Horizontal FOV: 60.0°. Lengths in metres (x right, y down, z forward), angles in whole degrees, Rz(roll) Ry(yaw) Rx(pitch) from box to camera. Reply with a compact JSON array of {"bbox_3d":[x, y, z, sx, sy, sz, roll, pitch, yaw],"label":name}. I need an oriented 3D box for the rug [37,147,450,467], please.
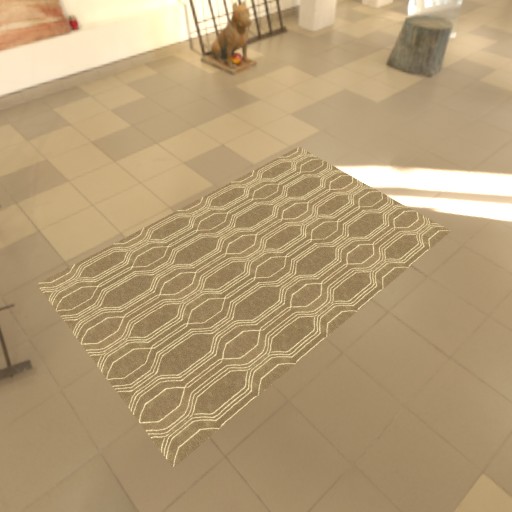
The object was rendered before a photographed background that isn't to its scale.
[{"bbox_3d":[0.000,0.000,3.065,2.457,0.012,1.541,-33,54,-28],"label":"rug"}]
